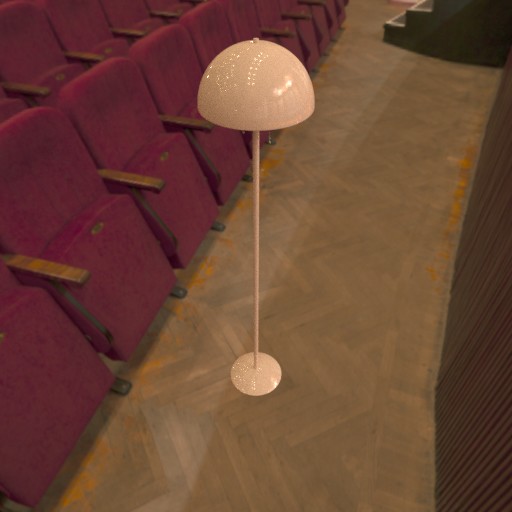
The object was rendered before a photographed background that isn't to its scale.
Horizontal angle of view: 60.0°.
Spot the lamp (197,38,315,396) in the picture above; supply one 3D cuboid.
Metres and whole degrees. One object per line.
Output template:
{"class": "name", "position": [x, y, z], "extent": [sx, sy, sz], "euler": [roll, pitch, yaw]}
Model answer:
{"class": "lamp", "position": [0.000, 0.000, 1.623], "extent": [0.328, 1.480, 0.328], "euler": [12, 43, 13]}
